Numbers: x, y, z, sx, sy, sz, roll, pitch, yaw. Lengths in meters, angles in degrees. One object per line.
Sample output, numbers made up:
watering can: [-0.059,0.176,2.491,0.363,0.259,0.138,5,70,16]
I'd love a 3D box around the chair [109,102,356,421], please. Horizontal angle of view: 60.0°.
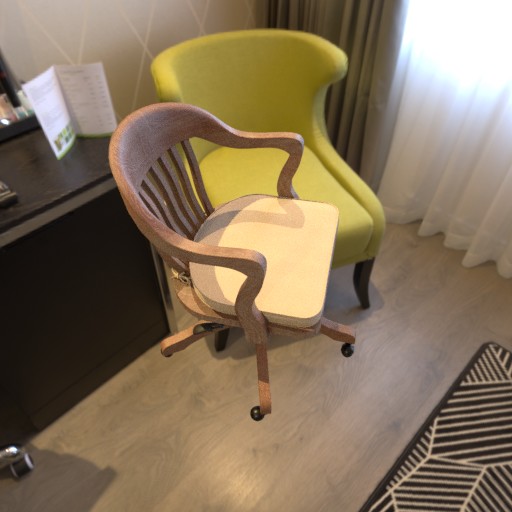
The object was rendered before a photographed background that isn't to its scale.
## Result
chair: [0.000,0.000,1.490,0.788,0.878,0.750,10,47,10]
